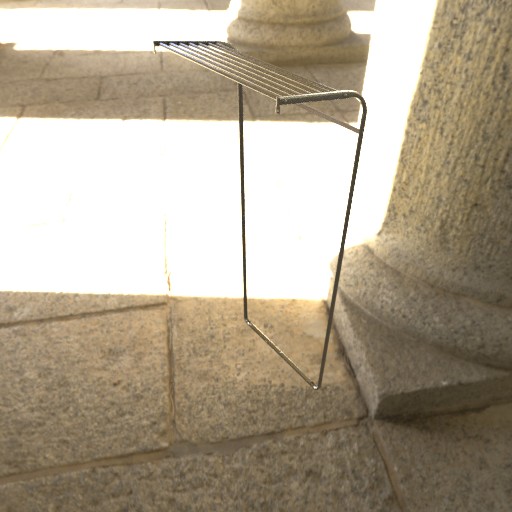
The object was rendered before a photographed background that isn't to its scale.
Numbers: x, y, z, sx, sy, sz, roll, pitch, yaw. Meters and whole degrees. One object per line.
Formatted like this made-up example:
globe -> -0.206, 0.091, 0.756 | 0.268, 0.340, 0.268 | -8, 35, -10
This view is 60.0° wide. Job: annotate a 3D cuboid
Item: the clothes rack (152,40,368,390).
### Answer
clothes rack -> 0.000, 0.000, 1.808 | 0.349, 1.574, 0.609 | -28, 48, -28
